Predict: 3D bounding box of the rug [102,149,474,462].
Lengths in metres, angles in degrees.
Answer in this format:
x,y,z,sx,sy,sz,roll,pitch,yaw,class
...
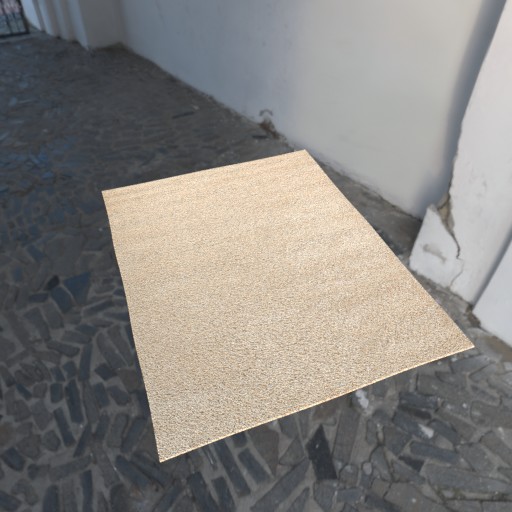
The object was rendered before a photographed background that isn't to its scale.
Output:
x,y,z,sx,sy,sz,roll,pitch,yaw,class
0.000,0.000,4.053,2.400,0.026,3.000,-15,46,-15,rug
